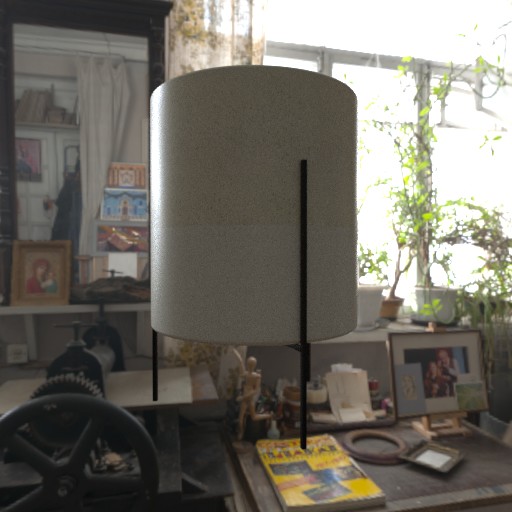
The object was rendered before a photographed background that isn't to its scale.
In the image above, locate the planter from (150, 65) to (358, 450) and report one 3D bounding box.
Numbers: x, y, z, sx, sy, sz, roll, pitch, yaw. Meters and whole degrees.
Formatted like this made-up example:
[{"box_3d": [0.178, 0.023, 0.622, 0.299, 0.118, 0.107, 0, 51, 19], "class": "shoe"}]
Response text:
[{"box_3d": [0.000, 0.000, 0.715, 0.324, 0.483, 0.333, 1, 1, 38], "class": "planter"}]
